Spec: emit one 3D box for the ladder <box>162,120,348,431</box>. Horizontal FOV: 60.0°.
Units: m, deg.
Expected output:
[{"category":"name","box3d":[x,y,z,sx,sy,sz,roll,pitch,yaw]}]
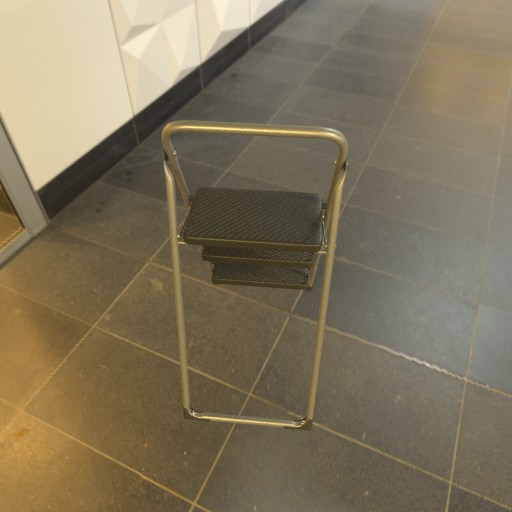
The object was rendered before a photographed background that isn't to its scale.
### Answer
[{"category":"ladder","box3d":[0.000,0.000,1.310,0.430,0.945,0.629,4,47,4]}]
